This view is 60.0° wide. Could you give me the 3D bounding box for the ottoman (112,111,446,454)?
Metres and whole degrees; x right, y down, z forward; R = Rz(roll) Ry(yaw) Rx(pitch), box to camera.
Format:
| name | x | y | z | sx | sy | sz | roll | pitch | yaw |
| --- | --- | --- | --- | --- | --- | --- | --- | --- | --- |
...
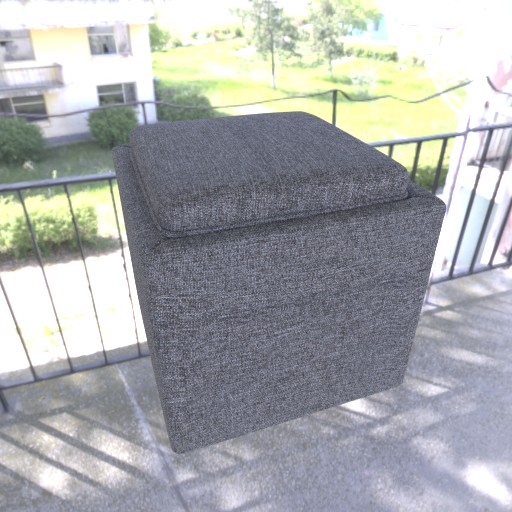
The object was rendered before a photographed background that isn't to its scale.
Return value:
| name | x | y | z | sx | sy | sz | roll | pitch | yaw |
| --- | --- | --- | --- | --- | --- | --- | --- | --- | --- |
| ottoman | 0.000 | 0.000 | 0.851 | 0.450 | 0.460 | 0.450 | -11 | 34 | -17 |
